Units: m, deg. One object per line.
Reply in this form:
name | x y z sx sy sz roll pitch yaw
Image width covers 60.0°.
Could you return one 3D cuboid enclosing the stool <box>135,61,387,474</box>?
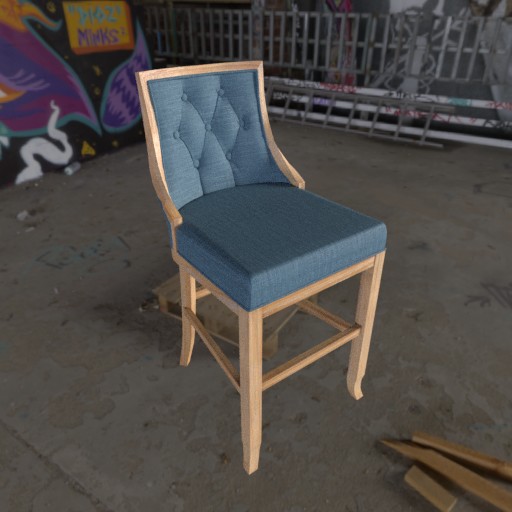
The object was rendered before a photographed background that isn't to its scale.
stool | 0.000 0.000 1.449 0.524 1.101 0.626 -21 36 -31
